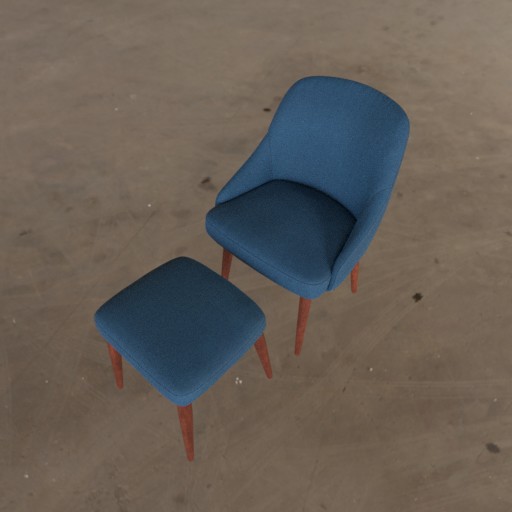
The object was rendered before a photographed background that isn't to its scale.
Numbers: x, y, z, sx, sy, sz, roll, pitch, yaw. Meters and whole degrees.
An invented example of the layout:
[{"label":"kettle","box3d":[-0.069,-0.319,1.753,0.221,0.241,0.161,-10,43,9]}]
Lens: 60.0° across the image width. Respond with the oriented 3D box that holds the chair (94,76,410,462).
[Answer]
[{"label":"chair","box3d":[0.000,0.000,1.558,0.584,0.866,1.114,33,54,28]}]
